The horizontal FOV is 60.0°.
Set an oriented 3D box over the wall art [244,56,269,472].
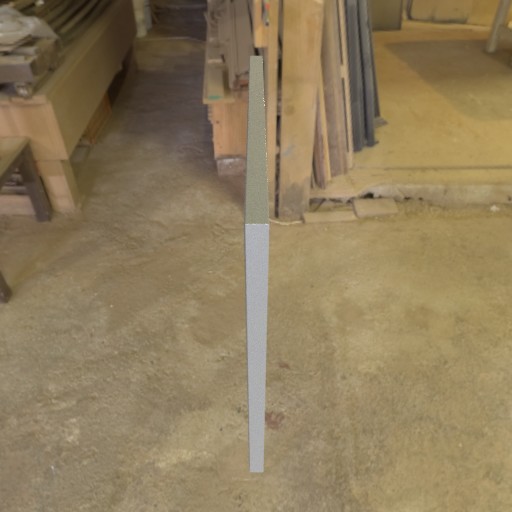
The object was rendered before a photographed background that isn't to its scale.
[{"bbox_3d":[0.000,0.000,1.214,0.038,0.807,0.809,0,40,0],"label":"wall art"}]
